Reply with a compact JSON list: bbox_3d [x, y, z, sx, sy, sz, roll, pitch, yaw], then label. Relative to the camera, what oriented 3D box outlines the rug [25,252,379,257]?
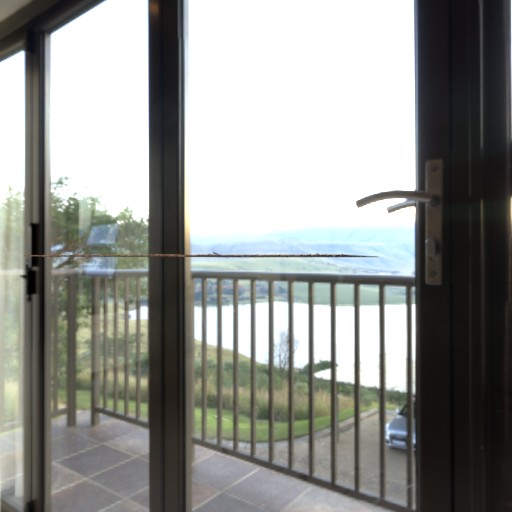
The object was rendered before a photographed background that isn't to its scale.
[{"bbox_3d":[0.000,0.000,1.853,0.920,0.013,1.541,0,0,18],"label":"rug"}]
